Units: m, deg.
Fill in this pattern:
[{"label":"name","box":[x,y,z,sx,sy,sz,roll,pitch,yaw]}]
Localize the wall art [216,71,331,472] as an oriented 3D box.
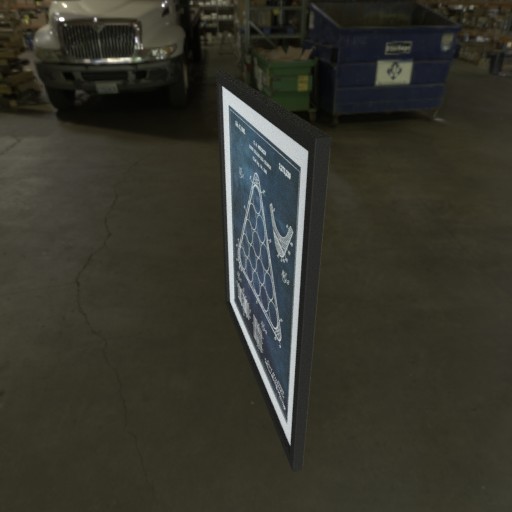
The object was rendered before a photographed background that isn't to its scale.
[{"label":"wall art","box":[0.000,0.000,1.238,0.028,0.863,0.755,-9,32,-14]}]
